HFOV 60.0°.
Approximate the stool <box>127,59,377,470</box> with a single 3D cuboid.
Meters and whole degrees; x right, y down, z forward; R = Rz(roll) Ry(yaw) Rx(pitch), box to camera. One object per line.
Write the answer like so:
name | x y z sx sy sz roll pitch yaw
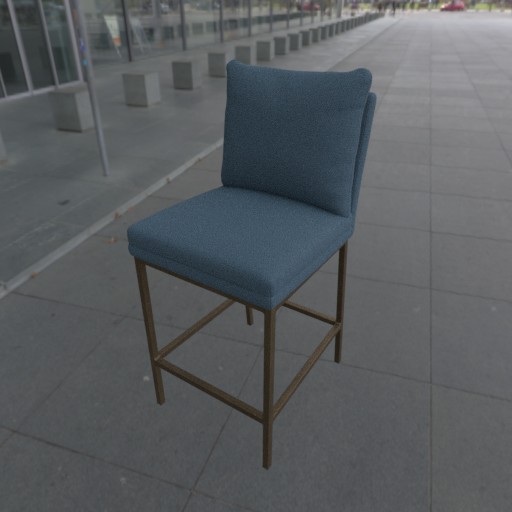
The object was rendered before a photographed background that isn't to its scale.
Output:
stool | 0.000 0.000 1.326 0.463 1.032 0.568 19 35 29
